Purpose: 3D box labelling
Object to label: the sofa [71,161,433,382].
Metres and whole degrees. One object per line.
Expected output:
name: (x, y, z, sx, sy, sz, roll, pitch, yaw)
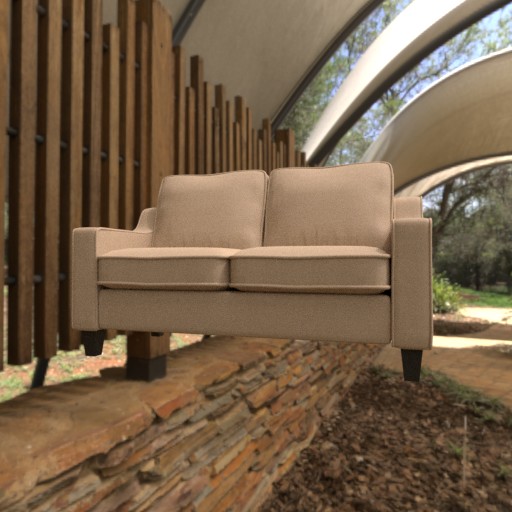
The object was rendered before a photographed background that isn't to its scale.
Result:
sofa: (0.000, 0.000, 3.595, 2.587, 1.562, 1.351, 0, -1, 18)
